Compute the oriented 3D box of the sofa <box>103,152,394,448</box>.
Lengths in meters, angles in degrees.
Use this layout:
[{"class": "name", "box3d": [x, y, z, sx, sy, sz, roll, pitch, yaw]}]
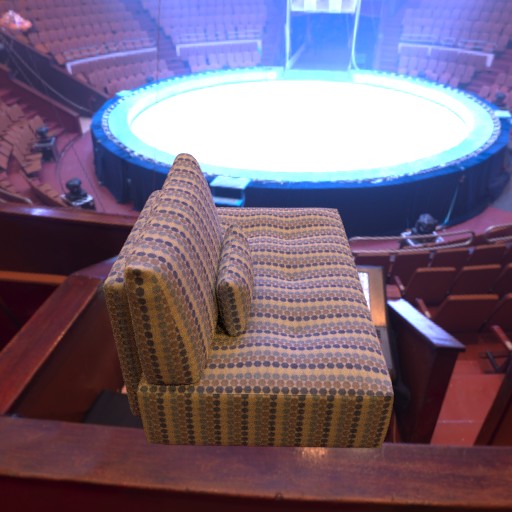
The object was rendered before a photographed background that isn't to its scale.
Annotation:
[{"class": "sofa", "box3d": [0.000, 0.000, 2.053, 1.000, 0.820, 1.450, 1, 32, 1]}]
